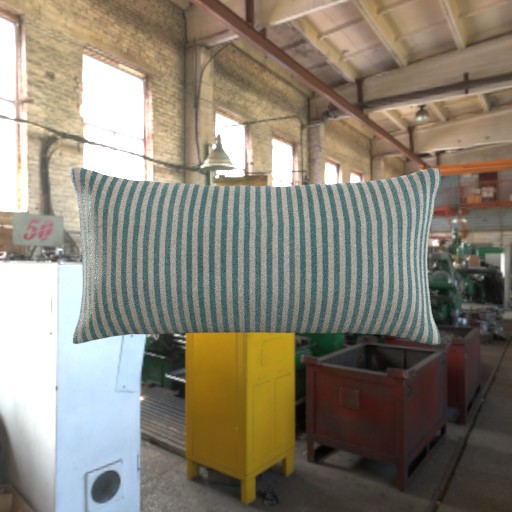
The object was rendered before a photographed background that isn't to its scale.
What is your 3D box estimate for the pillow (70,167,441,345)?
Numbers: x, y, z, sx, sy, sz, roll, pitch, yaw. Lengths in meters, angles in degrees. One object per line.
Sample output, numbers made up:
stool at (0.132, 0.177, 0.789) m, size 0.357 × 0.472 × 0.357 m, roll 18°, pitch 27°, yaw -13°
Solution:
pillow at (0.000, 0.000, 0.740) m, size 0.617 × 0.295 × 0.151 m, roll 0°, pitch 0°, yaw 0°
